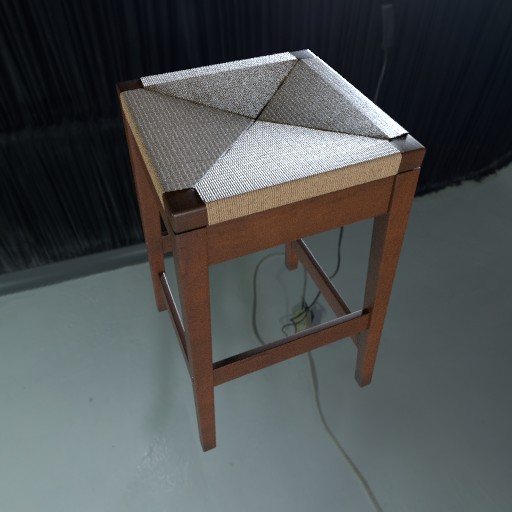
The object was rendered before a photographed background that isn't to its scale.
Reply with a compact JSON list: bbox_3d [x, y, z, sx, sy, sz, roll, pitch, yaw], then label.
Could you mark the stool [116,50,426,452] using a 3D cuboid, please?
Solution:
[{"bbox_3d":[0.000,0.000,1.075,0.497,0.762,0.507,-17,49,-15],"label":"stool"}]
